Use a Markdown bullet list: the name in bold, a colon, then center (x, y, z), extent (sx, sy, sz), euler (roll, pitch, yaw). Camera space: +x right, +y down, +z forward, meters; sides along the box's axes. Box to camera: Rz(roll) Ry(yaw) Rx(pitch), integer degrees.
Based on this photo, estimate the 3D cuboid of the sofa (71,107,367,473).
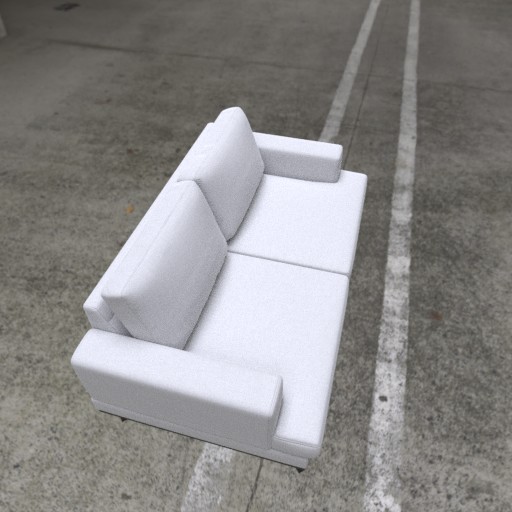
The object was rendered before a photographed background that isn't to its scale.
- **sofa**: center (0.000, 0.000, 2.128), extent (0.920, 0.810, 1.650), euler (11, 47, 11)
